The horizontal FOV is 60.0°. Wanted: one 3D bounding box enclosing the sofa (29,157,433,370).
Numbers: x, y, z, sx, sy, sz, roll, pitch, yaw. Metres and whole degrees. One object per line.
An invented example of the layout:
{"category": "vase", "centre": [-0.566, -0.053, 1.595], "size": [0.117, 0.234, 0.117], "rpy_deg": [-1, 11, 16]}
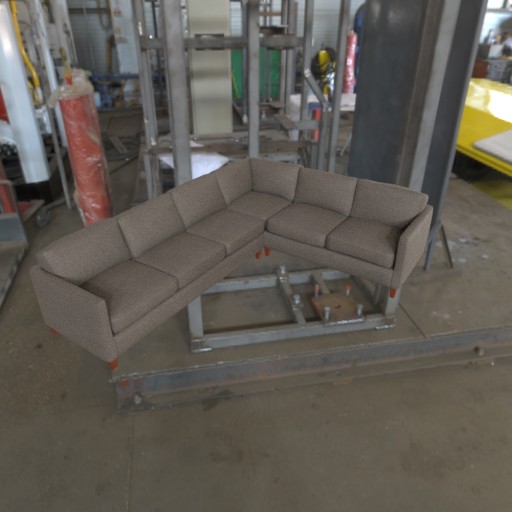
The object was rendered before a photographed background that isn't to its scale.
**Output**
{"category": "sofa", "centre": [0.000, 0.000, 4.457], "size": [2.593, 0.947, 3.302], "rpy_deg": [19, 35, 29]}
